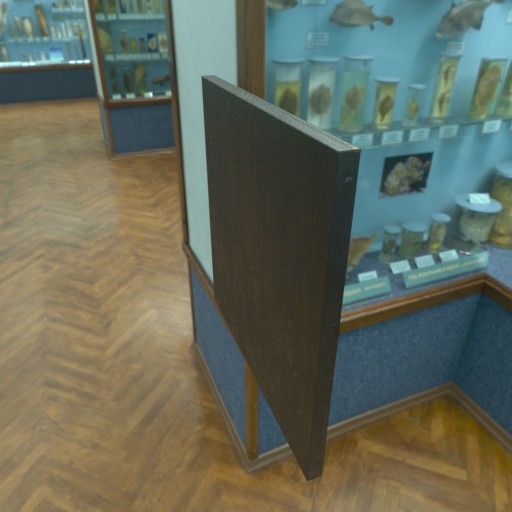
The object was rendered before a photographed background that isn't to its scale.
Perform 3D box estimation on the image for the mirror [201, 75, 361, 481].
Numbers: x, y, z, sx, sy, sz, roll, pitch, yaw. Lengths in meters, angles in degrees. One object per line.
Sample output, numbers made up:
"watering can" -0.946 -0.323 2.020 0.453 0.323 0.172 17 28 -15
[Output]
"mirror" 0.000 0.000 0.564 0.020 0.381 0.382 -11 32 -18
